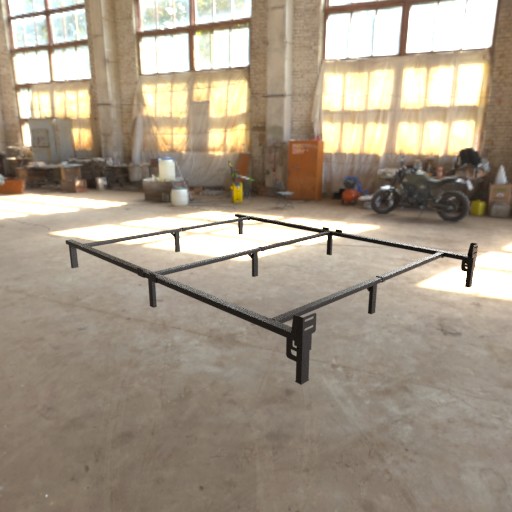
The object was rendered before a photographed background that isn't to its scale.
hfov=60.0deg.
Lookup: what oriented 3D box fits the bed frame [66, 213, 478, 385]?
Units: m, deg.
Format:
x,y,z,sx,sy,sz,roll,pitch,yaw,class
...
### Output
x,y,z,sx,sy,sz,roll,pitch,yaw,class
0.000,0.000,2.668,1.498,0.248,1.990,-14,21,-42,bed frame
